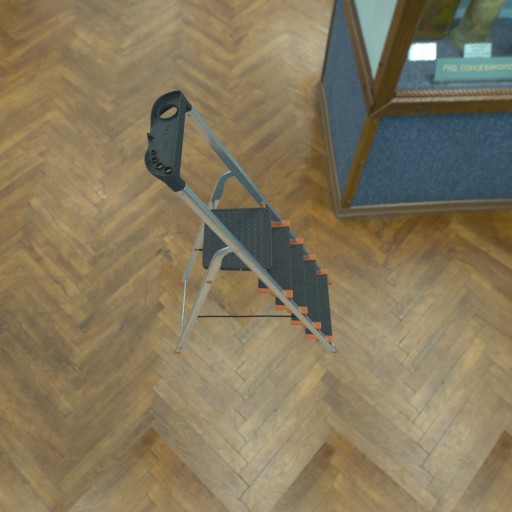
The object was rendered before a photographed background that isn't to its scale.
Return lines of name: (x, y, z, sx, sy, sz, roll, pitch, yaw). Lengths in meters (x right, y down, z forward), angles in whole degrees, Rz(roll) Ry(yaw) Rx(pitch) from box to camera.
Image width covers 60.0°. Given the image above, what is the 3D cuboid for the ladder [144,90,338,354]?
ladder: (0.000, 0.000, 2.062, 0.995, 1.646, 0.480, 0, 63, 0)
